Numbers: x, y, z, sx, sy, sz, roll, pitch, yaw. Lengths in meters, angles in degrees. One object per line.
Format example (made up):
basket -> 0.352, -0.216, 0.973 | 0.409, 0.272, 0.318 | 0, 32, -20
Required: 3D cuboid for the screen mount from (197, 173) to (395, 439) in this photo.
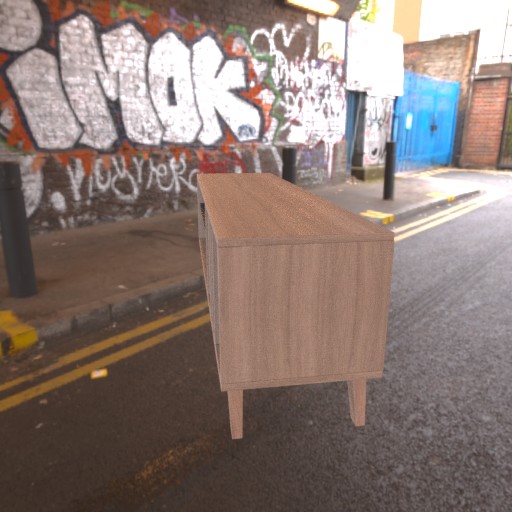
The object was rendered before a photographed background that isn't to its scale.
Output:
screen mount -> 0.000, 0.000, 1.742 | 0.401, 0.509, 1.500 | -2, 16, -9
